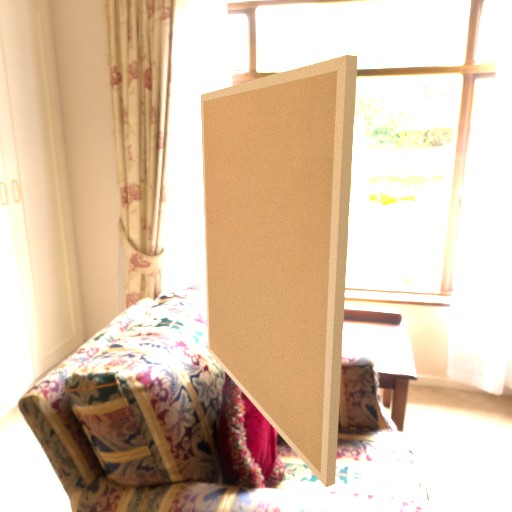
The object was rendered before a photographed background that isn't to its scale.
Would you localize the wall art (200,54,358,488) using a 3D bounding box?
[{"bbox_3d":[0.000,0.000,0.616,0.013,0.456,0.382,-7,16,-26],"label":"wall art"}]
